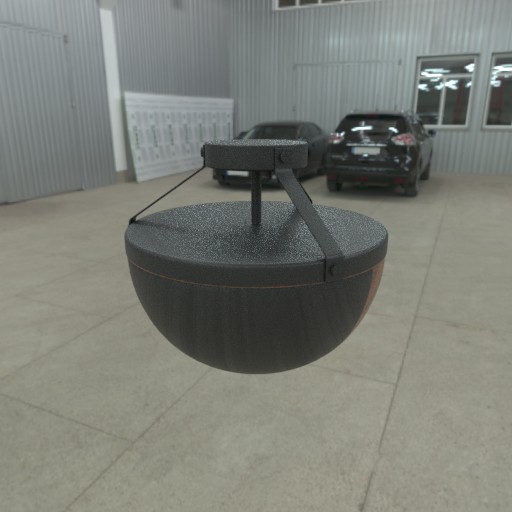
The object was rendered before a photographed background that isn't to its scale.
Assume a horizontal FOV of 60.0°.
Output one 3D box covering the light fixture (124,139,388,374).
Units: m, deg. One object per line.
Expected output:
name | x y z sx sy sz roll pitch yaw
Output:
light fixture | 0.000 0.000 0.540 0.304 0.269 0.304 0 18 0
